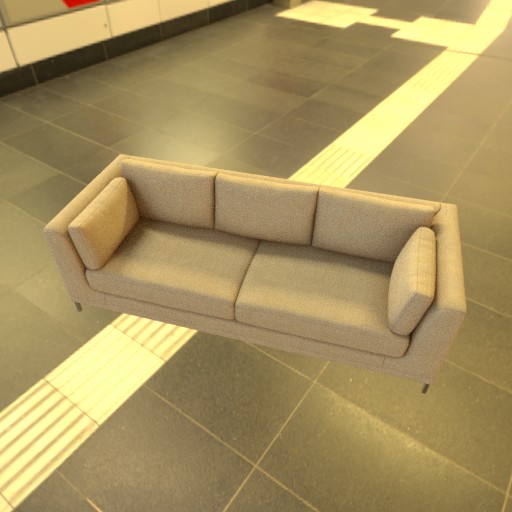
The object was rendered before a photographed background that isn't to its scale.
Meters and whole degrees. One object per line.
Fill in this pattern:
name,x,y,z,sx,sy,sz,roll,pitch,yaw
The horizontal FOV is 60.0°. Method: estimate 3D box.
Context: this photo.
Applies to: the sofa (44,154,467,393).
sofa,0.000,0.000,2.950,2.415,0.867,0.969,11,43,12
